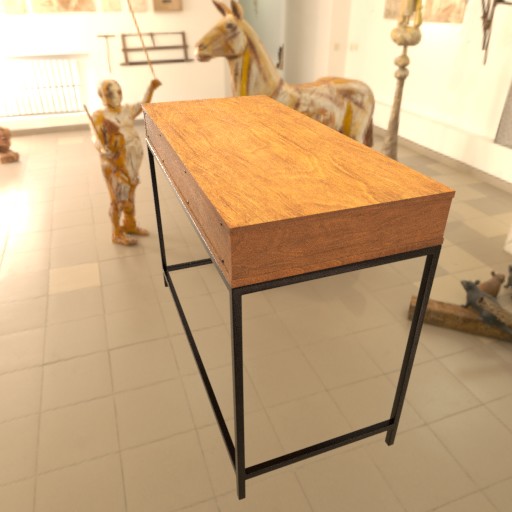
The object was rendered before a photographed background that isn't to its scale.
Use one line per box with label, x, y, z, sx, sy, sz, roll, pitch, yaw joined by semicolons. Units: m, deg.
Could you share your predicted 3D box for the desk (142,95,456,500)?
desk;0.000;0.000;1.392;0.470;0.762;1.016;-11;32;-18
